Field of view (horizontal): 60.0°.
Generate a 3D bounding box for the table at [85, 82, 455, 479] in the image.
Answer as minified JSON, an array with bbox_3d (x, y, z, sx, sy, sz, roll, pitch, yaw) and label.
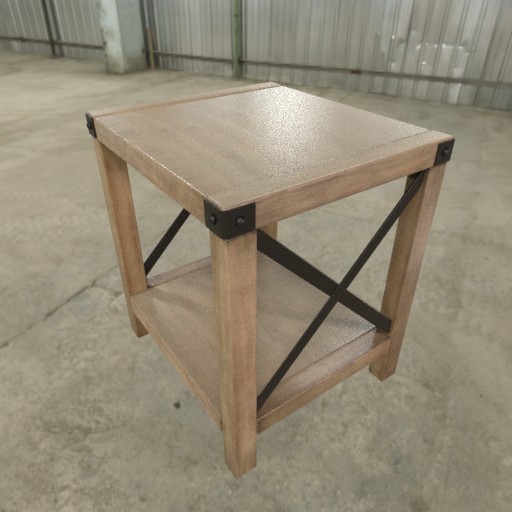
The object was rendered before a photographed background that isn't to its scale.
[{"bbox_3d":[0.000,0.000,0.932,0.459,0.561,0.510,-21,39,-29],"label":"table"}]
